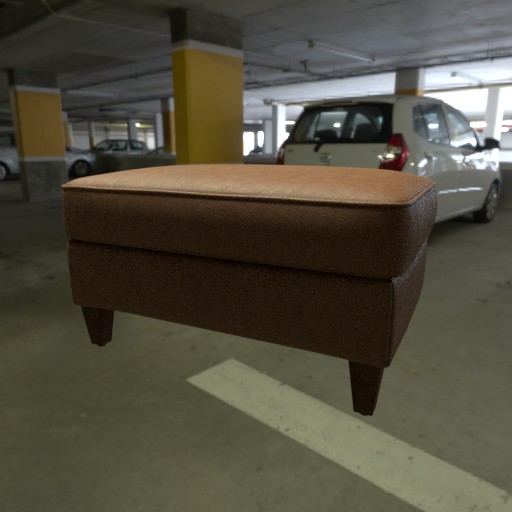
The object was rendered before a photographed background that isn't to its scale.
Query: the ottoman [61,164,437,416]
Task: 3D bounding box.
[{"bbox_3d":[0.000,0.000,1.202,0.864,0.483,0.584,7,16,25],"label":"ottoman"}]
